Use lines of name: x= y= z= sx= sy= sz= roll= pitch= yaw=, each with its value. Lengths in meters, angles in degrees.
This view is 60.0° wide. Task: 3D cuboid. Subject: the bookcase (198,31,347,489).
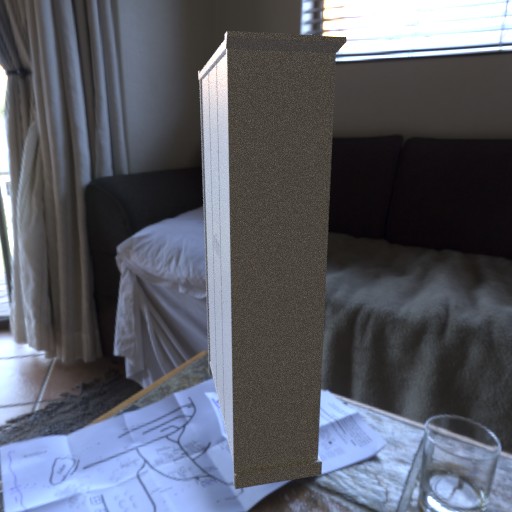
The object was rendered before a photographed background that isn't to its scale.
bookcase: x=0.000 y=0.000 z=2.278 sx=0.432 sy=1.880 sz=1.050 roll=-3 pitch=16 yaw=-12
